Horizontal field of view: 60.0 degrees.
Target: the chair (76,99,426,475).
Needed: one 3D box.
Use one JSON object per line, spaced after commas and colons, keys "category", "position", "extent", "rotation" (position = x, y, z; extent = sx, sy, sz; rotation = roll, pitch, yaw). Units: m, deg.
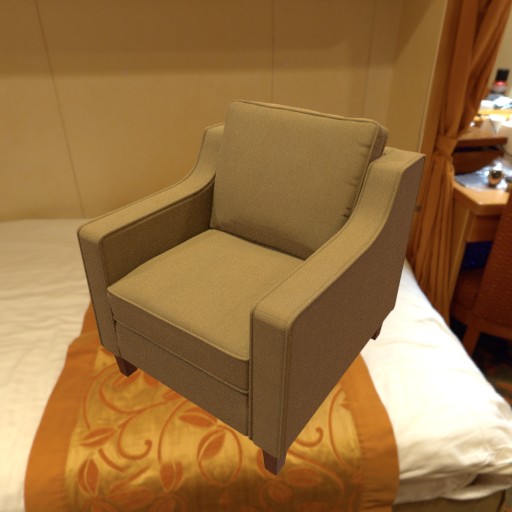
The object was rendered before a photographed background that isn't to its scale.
{"category": "chair", "position": [0.000, 0.000, 1.624], "extent": [0.831, 0.960, 0.909], "rotation": [21, 37, 30]}
